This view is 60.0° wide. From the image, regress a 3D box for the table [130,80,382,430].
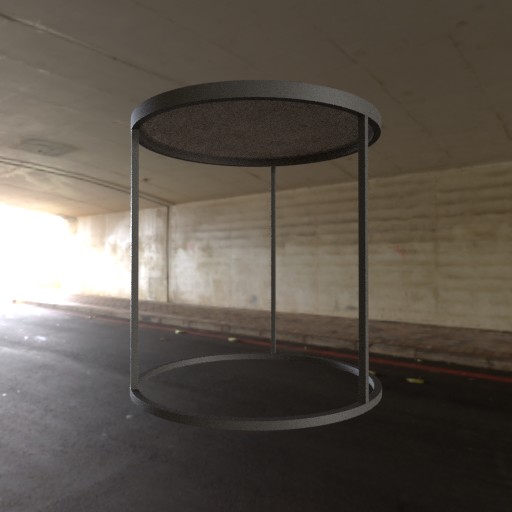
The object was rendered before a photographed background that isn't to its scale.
[{"bbox_3d":[0.000,0.000,0.862,0.470,0.498,0.470,0,-1,0],"label":"table"}]
